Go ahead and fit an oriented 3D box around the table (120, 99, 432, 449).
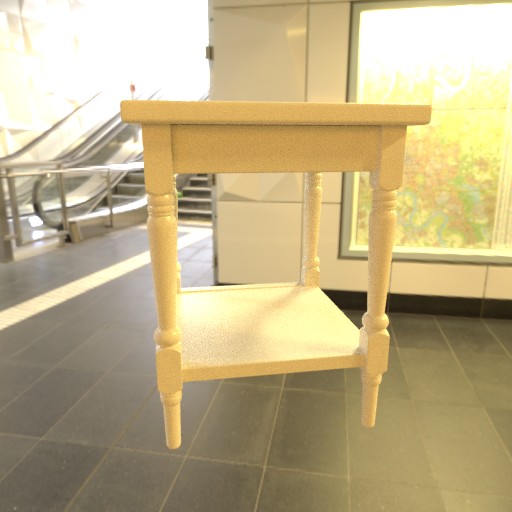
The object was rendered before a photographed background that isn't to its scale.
[{"bbox_3d":[0.000,0.000,0.915,0.442,0.565,0.488,-2,15,-9],"label":"table"}]
